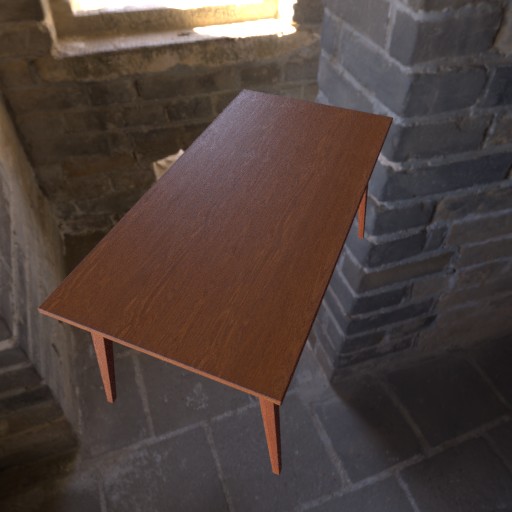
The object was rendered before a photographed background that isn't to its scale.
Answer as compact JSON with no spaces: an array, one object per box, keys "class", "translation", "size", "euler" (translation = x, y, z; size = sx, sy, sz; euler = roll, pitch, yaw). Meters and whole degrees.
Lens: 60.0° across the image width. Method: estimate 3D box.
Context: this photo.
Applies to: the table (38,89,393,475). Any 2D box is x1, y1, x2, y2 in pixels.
[{"class":"table","translation":[0.000,0.000,2.057],"size":[0.811,0.755,1.609],"euler":[17,48,15]}]
